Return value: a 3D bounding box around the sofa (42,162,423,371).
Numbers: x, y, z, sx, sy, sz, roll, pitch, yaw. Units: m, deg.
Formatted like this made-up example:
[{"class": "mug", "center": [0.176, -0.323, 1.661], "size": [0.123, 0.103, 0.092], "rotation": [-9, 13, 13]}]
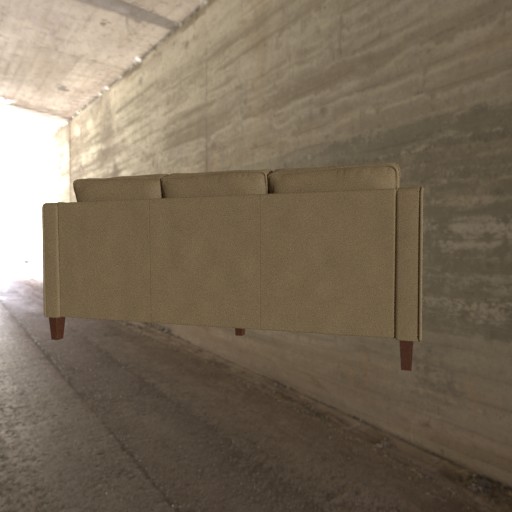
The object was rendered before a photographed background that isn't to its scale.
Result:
[{"class": "sofa", "center": [0.000, 0.000, 3.338], "size": [2.317, 1.066, 1.858], "rotation": [0, 1, 19]}]
